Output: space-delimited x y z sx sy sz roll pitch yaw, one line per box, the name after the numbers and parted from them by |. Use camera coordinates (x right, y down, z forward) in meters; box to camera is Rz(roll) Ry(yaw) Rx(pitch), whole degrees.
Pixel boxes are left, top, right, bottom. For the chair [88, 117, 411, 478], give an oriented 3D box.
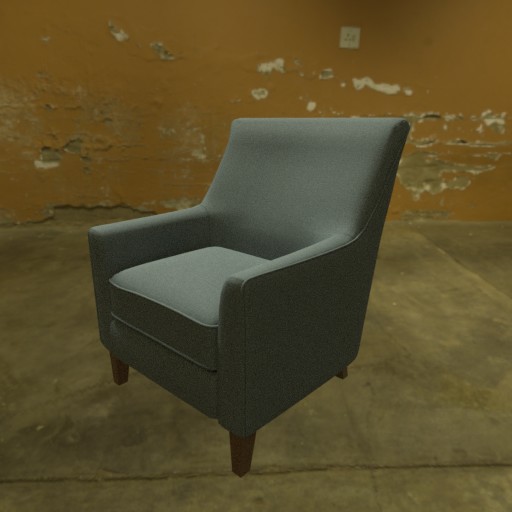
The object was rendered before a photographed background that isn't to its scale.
0.000 0.000 1.536 0.756 0.916 0.879 16 23 41 | chair
